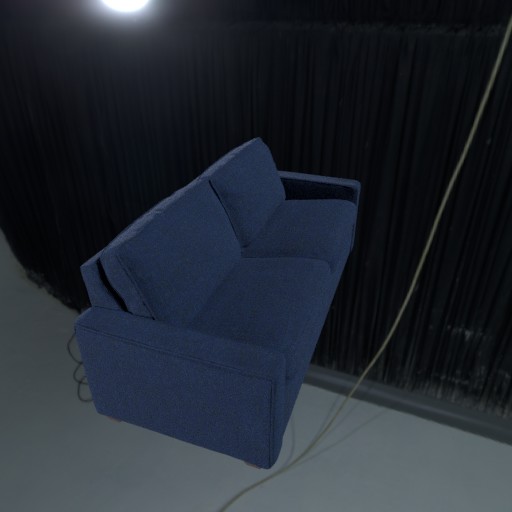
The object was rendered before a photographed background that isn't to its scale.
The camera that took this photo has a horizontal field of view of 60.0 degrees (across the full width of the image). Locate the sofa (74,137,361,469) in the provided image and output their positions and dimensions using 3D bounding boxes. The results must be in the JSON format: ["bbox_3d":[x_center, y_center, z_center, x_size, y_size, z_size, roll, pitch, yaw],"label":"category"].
[{"bbox_3d":[0.000,0.000,2.613,0.940,0.919,2.080,11,32,17],"label":"sofa"}]
